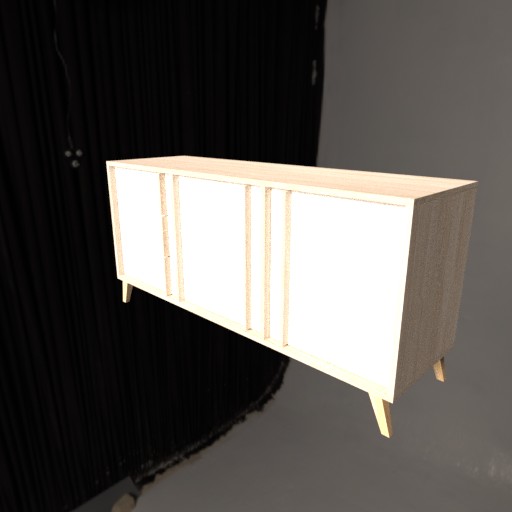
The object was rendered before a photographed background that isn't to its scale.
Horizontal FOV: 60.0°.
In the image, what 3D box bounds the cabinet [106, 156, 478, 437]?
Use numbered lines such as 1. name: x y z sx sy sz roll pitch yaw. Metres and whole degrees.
1. cabinet: 0.000 0.000 2.020 1.649 0.780 0.500 16 23 41
